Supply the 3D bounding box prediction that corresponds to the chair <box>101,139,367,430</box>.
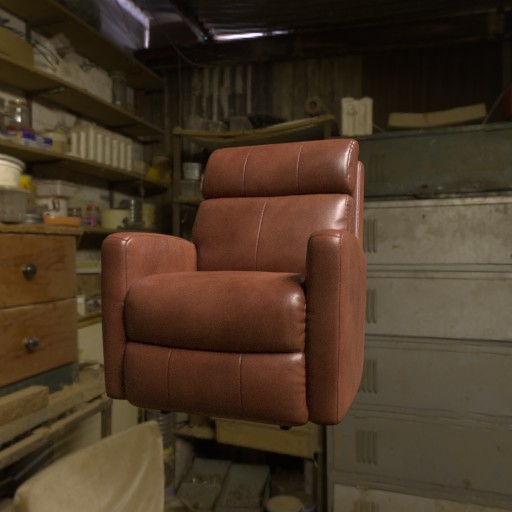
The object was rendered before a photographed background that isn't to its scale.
[{"bbox_3d":[0.000,0.000,1.680,0.787,1.016,0.939,0,0,19],"label":"chair"}]
